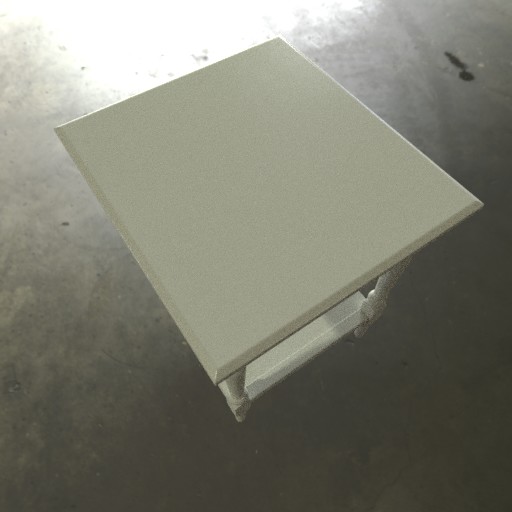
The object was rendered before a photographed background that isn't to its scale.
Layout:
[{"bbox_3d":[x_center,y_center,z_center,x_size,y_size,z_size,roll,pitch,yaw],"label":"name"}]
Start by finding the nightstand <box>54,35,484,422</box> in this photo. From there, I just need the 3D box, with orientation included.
[{"bbox_3d":[0.000,0.000,0.916,0.459,0.555,0.505,-30,63,-17],"label":"nightstand"}]
